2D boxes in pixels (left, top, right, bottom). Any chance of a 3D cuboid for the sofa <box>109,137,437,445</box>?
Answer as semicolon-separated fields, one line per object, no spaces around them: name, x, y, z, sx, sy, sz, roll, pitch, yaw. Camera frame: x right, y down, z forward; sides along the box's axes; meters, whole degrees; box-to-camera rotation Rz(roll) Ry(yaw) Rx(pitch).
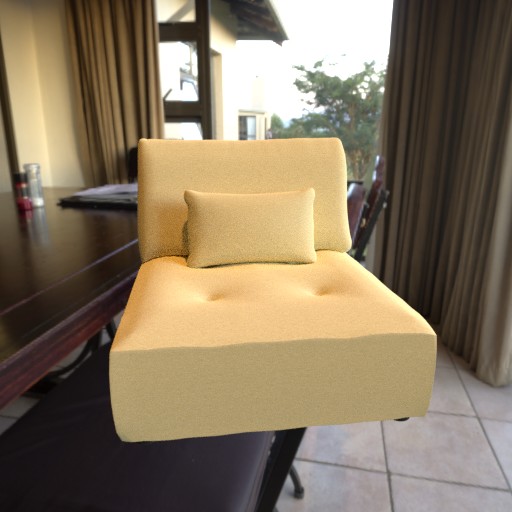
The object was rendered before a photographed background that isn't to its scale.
sofa;0.000;0.000;1.648;0.930;0.820;1.000;-2;17;-7
